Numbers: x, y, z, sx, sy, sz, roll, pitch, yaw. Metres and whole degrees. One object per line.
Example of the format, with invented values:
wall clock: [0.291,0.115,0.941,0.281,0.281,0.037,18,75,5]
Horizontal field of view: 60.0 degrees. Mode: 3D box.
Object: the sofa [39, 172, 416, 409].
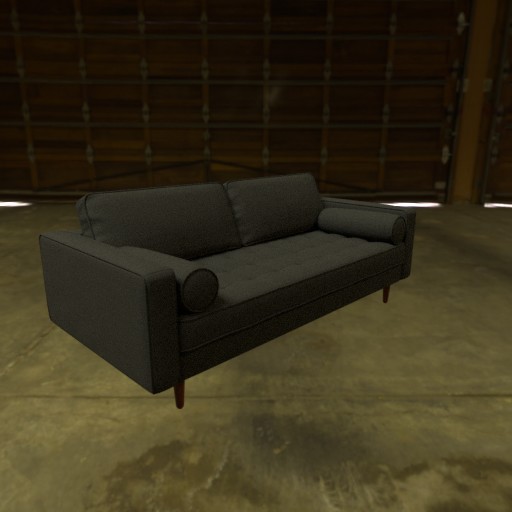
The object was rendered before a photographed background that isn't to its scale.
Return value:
sofa: [0.000,0.000,2.361,0.914,0.759,1.875,15,21,43]
